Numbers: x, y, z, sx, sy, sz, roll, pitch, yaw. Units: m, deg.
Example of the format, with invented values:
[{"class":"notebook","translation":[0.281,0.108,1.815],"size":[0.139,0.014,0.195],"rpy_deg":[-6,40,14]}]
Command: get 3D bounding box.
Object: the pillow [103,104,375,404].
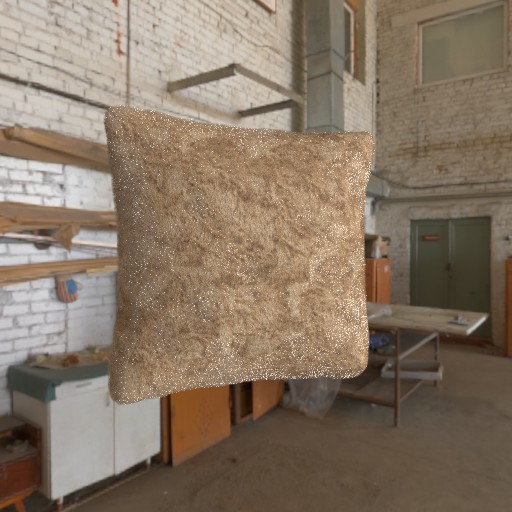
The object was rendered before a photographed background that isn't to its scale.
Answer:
[{"class":"pillow","translation":[0.000,0.000,0.828],"size":[0.538,0.525,0.216],"rpy_deg":[0,1,-18]}]
